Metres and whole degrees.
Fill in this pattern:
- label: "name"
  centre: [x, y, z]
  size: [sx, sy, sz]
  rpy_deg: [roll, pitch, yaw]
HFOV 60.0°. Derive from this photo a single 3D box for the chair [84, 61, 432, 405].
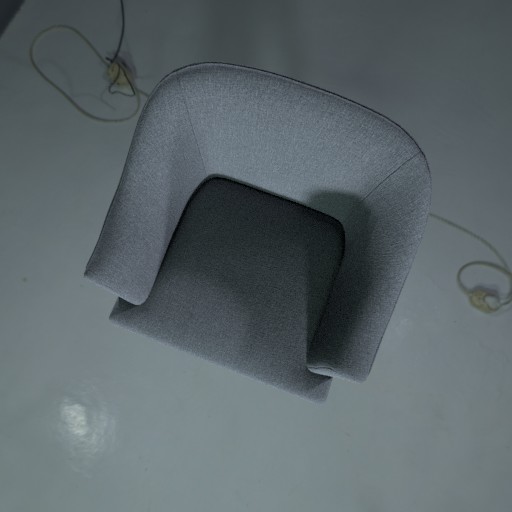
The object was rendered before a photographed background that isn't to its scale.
- label: "chair"
  centre: [0.000, 0.000, 1.377]
  size: [0.798, 0.815, 0.704]
  rpy_deg: [20, 76, 5]
